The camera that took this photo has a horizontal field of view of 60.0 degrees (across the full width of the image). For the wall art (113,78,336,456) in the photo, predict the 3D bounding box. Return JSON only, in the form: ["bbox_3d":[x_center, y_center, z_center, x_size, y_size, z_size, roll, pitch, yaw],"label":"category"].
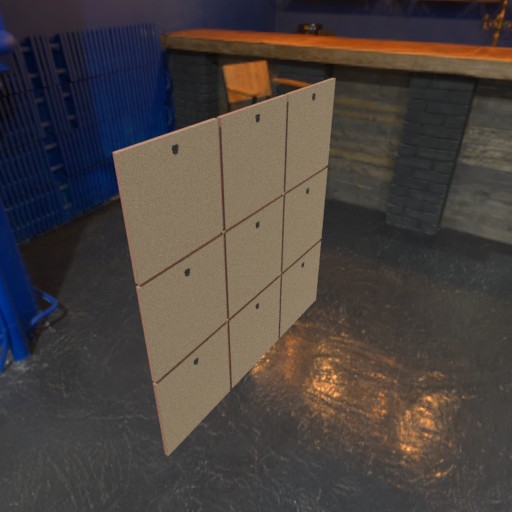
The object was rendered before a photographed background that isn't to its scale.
[{"bbox_3d":[0.000,0.000,1.367,0.018,0.904,0.906,20,37,29],"label":"wall art"}]
